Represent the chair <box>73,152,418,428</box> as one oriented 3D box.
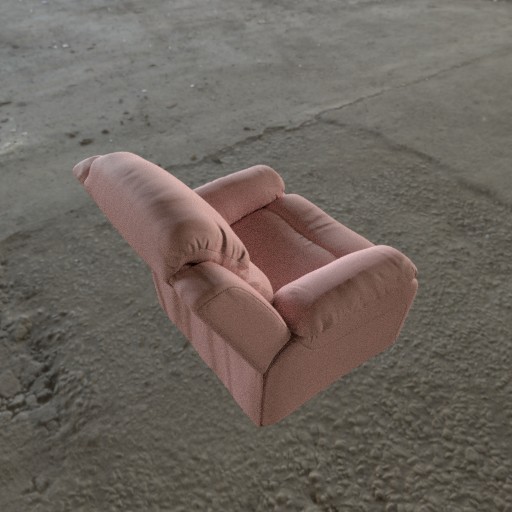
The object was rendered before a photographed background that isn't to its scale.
[{"bbox_3d":[0.000,0.000,1.246,0.709,0.702,0.680,-26,48,-27],"label":"chair"}]
